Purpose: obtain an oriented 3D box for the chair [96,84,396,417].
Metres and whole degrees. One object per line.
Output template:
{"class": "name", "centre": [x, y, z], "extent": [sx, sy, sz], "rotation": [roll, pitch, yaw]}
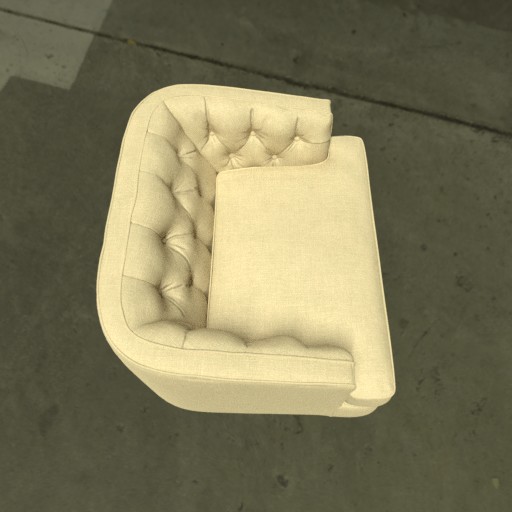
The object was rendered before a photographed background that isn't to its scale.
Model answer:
{"class": "chair", "centre": [0.000, 0.000, 1.709], "extent": [0.914, 0.787, 1.118], "rotation": [1, 63, 0]}
